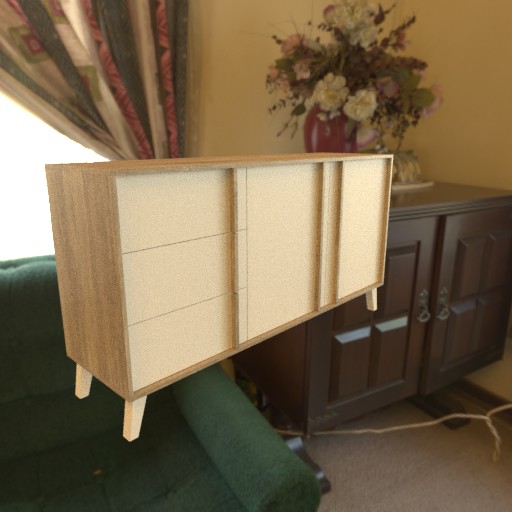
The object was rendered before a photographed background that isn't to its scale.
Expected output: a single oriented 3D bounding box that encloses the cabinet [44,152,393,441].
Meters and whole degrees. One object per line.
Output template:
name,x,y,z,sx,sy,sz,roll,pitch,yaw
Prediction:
cabinet,0.000,0.000,2.016,0.450,0.870,1.600,14,20,42
